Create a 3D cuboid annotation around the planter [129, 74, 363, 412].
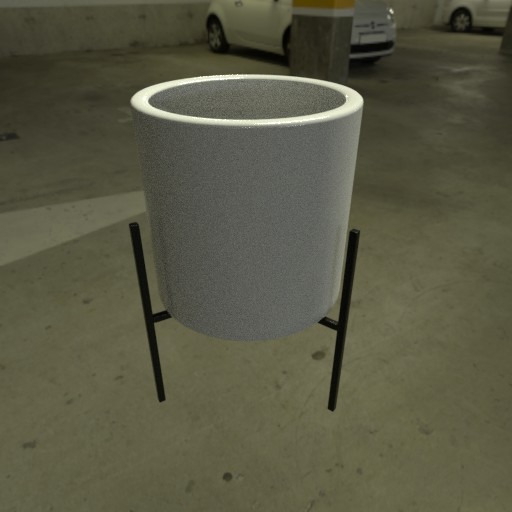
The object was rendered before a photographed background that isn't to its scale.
[{"bbox_3d":[0.000,0.000,0.509,0.239,0.356,0.239,21,37,31],"label":"planter"}]
